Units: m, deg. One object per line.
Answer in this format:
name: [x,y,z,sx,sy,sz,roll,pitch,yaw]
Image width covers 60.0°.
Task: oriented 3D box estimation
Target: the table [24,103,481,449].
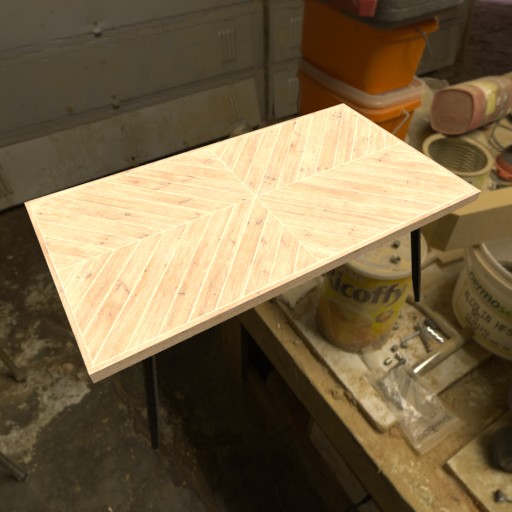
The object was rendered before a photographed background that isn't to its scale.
table: [0.000,0.000,2.267,1.803,0.762,0.991,-23,50,-21]
